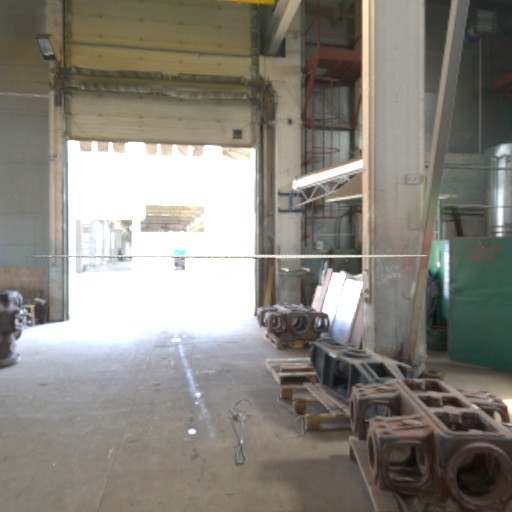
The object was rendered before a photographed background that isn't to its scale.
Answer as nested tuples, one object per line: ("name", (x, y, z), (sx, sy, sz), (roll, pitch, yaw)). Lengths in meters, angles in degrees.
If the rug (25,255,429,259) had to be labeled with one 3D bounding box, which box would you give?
("rug", (0.000, 0.000, 4.363), (2.464, 0.010, 3.327), (0, 0, 36))
